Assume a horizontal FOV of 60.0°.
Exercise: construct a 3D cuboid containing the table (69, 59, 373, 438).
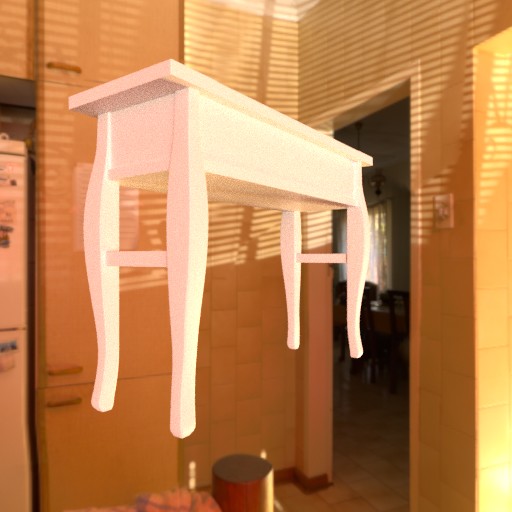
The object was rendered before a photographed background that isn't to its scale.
[{"bbox_3d":[0.000,0.000,1.400,0.373,0.768,1.062,0,0,36],"label":"table"}]
